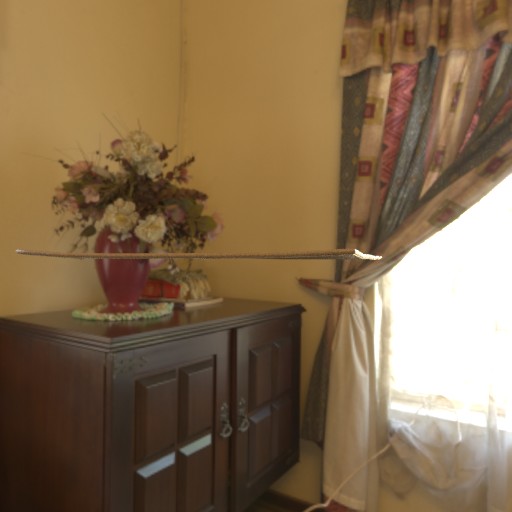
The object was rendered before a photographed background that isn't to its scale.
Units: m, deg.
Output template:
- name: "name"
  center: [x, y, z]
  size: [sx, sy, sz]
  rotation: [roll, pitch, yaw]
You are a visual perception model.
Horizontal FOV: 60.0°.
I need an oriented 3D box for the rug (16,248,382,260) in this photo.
- name: "rug"
  center: [0.000, 0.000, 2.963]
  size: [1.553, 0.053, 2.430]
  rotation: [0, 0, 18]
